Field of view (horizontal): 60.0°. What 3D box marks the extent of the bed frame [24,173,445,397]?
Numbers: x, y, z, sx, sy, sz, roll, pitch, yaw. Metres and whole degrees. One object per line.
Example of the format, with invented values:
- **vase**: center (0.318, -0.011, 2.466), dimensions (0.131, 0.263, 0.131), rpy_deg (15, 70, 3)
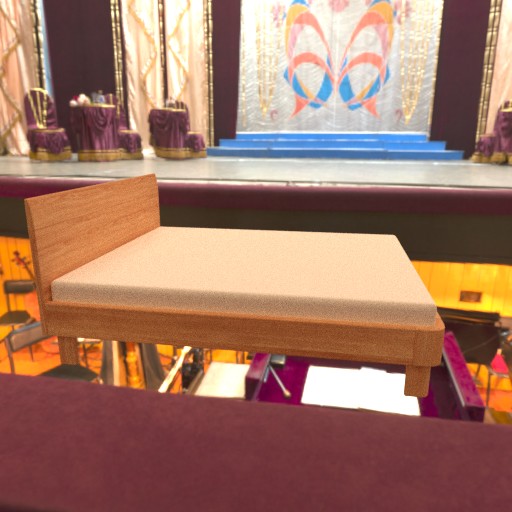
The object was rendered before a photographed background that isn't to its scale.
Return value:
- **bed frame**: center (0.000, 0.000, 2.977), dimensions (2.092, 0.940, 1.660), rpy_deg (3, 15, 10)
